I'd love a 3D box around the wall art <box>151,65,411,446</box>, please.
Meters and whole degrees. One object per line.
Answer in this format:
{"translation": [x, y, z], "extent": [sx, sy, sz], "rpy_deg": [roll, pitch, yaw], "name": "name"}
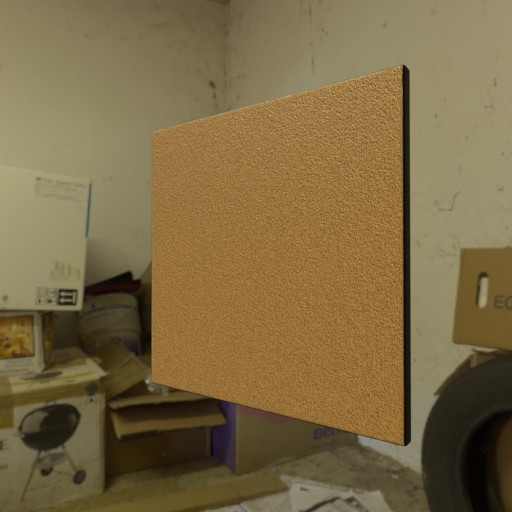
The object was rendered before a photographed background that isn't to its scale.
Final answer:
{"translation": [0.000, 0.000, 0.668], "extent": [0.456, 0.453, 0.022], "rpy_deg": [-1, -1, 37], "name": "wall art"}
